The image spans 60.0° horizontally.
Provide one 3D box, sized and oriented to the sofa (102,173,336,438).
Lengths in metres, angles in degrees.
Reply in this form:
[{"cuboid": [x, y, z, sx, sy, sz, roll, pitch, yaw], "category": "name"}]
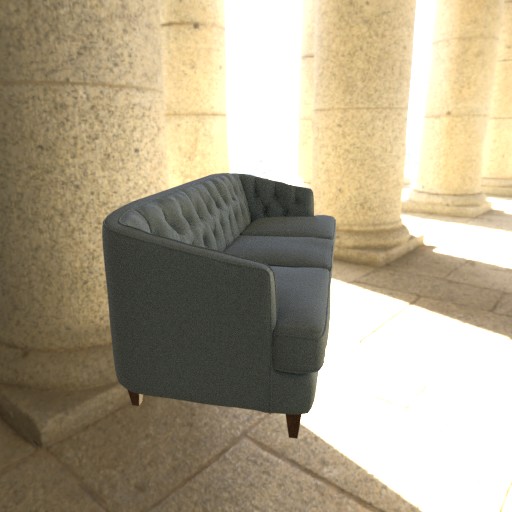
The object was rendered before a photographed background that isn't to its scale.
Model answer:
[{"cuboid": [0.000, 0.000, 2.703, 0.941, 0.855, 2.278, 3, 16, 10], "category": "sofa"}]
